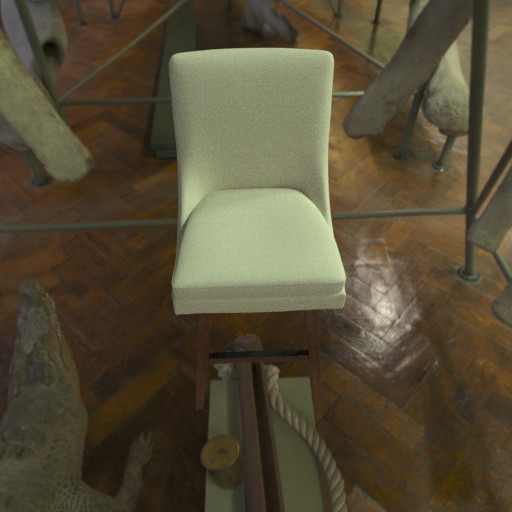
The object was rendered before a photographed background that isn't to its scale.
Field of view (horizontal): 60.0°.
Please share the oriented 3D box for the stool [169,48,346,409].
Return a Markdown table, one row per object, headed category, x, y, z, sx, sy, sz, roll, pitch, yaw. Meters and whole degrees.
| category | x | y | z | sx | sy | sz | roll | pitch | yaw |
| --- | --- | --- | --- | --- | --- | --- | --- | --- | --- |
| stool | 0.000 | 0.000 | 1.427 | 0.470 | 1.097 | 0.559 | -2 | 47 | -2 |
